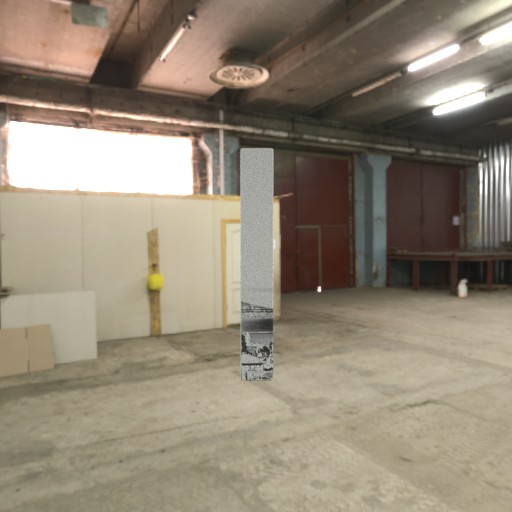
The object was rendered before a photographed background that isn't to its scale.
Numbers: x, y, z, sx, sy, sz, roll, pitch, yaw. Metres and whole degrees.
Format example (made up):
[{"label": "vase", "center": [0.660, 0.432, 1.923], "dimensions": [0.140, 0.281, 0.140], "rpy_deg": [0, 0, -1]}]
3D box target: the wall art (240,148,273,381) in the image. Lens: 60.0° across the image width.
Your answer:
[{"label": "wall art", "center": [0.000, 0.000, 0.870], "dimensions": [0.036, 0.256, 0.766], "rpy_deg": [0, 2, 0]}]
